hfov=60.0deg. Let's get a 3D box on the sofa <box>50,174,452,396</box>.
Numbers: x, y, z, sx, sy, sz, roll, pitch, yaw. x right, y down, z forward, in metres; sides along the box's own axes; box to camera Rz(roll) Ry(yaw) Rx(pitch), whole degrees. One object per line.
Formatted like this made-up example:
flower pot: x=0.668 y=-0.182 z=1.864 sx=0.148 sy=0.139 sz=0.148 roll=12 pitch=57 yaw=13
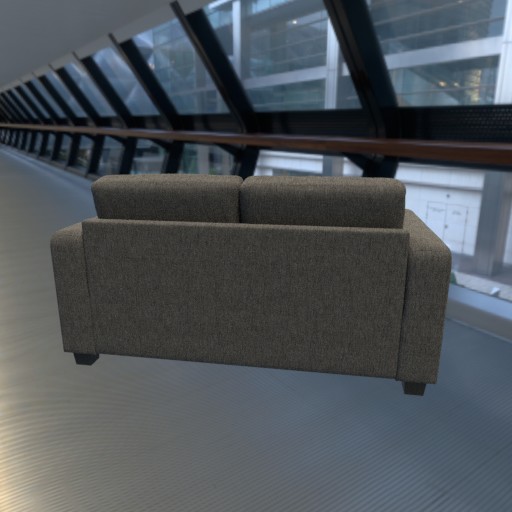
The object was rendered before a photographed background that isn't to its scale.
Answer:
sofa: x=0.000 y=0.000 z=2.068 sx=1.520 sy=0.800 sz=0.900 roll=3 pitch=16 yaw=9
